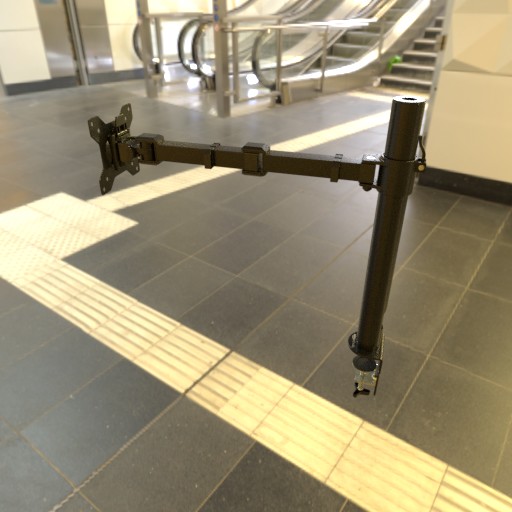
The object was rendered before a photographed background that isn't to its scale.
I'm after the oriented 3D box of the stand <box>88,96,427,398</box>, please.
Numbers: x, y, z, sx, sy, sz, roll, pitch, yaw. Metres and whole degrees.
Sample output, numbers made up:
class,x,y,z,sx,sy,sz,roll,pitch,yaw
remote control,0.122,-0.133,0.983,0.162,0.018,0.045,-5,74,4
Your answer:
class,x,y,z,sx,sy,sz,roll,pitch,yaw
stand,0.000,0.000,0.716,0.456,0.510,0.115,9,32,14
